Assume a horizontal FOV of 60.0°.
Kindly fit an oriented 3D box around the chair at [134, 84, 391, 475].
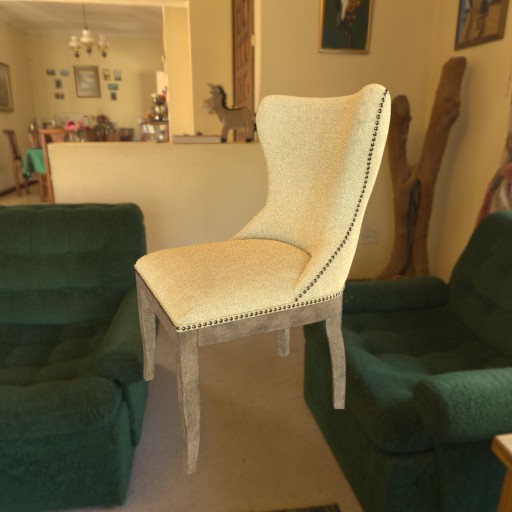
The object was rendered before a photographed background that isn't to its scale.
[{"bbox_3d":[0.000,0.000,1.414,0.681,1.002,0.654,-8,19,-24],"label":"chair"}]
